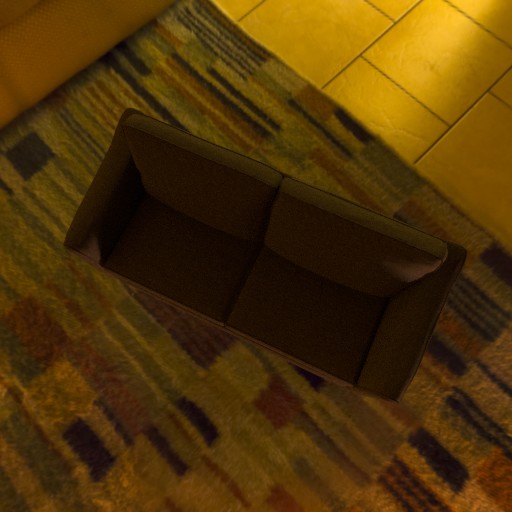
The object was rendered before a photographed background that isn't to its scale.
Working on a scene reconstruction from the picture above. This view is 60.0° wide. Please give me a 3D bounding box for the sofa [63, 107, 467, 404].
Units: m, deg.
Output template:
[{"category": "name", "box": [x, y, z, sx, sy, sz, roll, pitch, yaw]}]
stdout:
[{"category": "sofa", "box": [0.000, 0.000, 2.806, 2.270, 0.950, 0.971, 24, 75, 7]}]
